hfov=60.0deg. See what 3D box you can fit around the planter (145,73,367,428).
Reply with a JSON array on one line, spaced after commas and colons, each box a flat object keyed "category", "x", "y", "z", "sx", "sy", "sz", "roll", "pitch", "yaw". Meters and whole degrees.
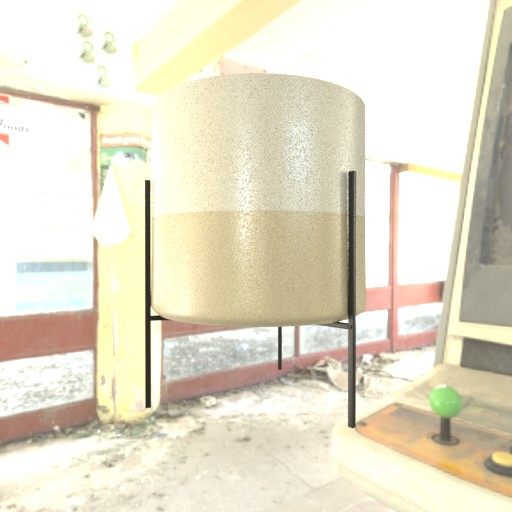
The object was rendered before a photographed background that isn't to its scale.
[{"category": "planter", "x": 0.000, "y": 0.000, "z": 0.757, "sx": 0.368, "sy": 0.484, "sz": 0.359, "roll": 0, "pitch": 1, "yaw": -16}]
